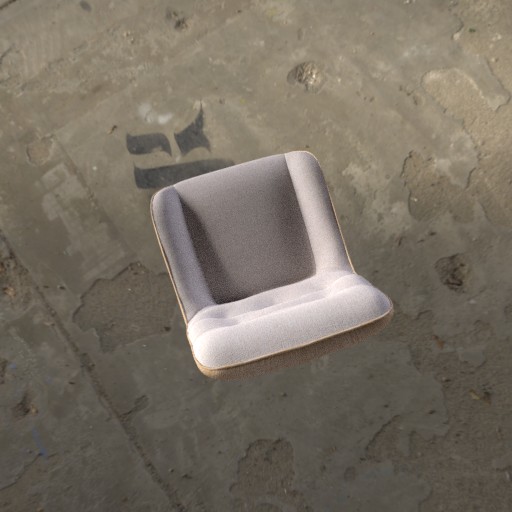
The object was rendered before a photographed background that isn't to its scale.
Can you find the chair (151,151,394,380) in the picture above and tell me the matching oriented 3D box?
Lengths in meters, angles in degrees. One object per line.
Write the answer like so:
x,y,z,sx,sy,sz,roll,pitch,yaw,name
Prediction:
0.000,0.000,1.363,0.564,0.952,0.668,-17,77,-4,chair
